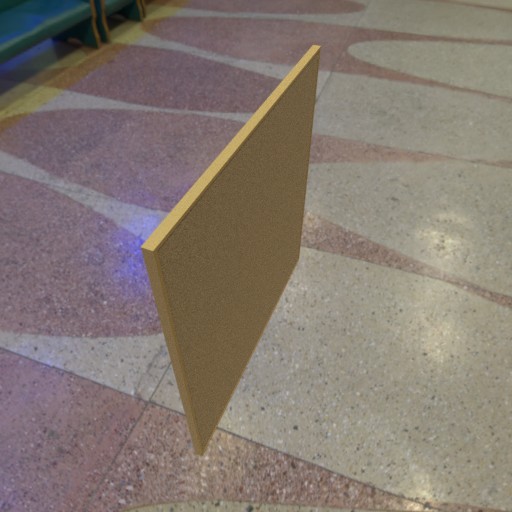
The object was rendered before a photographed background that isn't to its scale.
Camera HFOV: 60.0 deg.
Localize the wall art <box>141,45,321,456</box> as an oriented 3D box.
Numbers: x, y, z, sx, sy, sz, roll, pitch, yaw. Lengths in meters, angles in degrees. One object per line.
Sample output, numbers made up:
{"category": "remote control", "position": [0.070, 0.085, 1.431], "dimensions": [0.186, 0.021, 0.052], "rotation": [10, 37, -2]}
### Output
{"category": "wall art", "position": [0.000, 0.000, 0.669], "dimensions": [0.013, 0.455, 0.457], "rotation": [17, 49, 16]}
